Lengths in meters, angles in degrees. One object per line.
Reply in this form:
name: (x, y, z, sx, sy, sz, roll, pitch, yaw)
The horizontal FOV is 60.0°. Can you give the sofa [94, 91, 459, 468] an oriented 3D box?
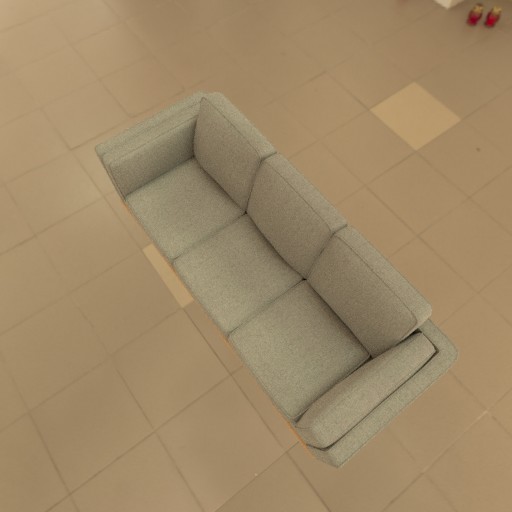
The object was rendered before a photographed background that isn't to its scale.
sofa: (0.000, 0.000, 2.753, 0.903, 0.899, 2.362, -34, 69, -16)
